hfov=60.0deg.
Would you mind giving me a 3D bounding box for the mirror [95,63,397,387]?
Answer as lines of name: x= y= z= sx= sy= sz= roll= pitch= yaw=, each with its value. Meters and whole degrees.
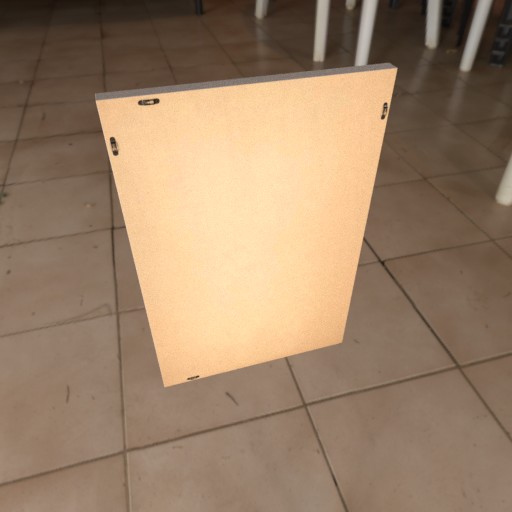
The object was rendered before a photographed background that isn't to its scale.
mirror: x=0.000 y=0.000 z=1.171 sx=0.609 sy=0.915 sz=0.040 roll=-11 pitch=42 yaw=-13
